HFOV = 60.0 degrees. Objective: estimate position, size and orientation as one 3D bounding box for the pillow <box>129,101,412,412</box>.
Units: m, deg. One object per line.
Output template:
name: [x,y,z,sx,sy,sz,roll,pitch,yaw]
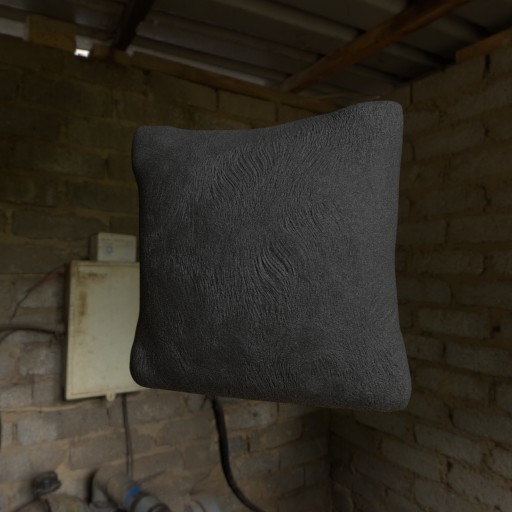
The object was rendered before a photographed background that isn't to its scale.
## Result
pillow: [0.000,0.000,0.808,0.533,0.523,0.210,0,-1,18]
